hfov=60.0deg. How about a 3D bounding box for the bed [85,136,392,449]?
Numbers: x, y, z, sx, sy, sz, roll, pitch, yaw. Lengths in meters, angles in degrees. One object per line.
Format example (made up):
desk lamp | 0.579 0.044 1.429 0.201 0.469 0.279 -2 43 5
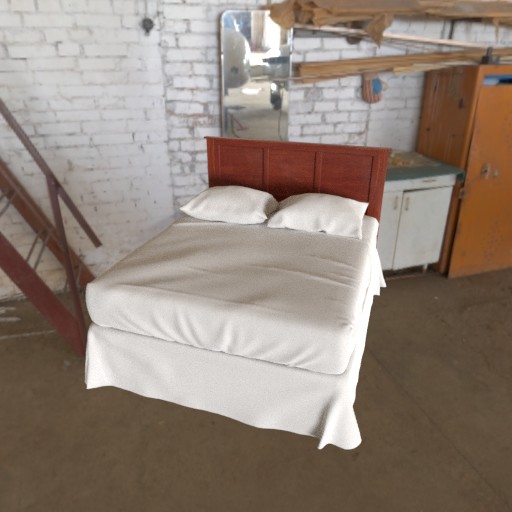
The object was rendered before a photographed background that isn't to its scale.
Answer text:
bed | 0.000 0.000 3.237 1.870 1.270 2.050 8 27 17
